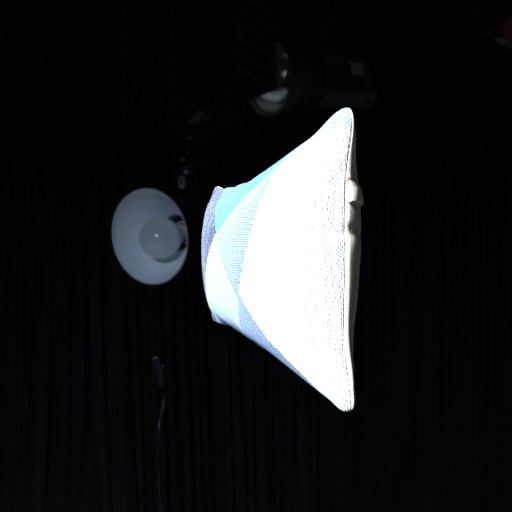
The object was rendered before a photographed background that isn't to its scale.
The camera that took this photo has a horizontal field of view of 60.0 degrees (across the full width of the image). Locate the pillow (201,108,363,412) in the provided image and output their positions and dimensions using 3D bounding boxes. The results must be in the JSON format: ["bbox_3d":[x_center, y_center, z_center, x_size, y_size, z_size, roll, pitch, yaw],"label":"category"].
[{"bbox_3d":[0.000,0.000,0.722,0.148,0.307,0.604,0,1,-18],"label":"pillow"}]
